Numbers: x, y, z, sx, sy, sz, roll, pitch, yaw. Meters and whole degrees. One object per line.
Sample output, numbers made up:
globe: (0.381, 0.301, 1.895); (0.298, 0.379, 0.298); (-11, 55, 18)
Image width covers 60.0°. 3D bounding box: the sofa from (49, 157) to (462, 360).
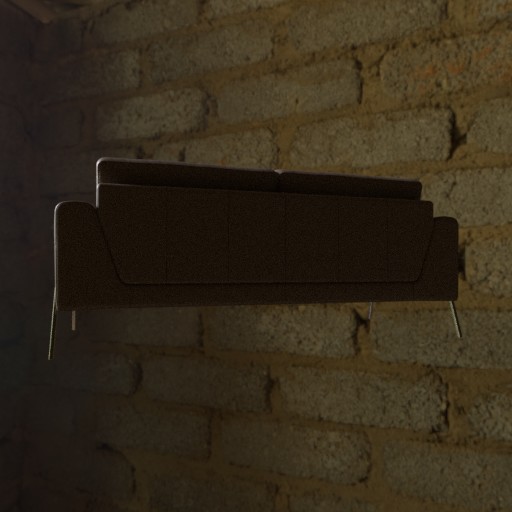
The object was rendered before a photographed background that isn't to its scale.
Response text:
sofa: (0.000, 0.000, 2.523); (2.017, 0.875, 0.953); (1, -2, -17)
